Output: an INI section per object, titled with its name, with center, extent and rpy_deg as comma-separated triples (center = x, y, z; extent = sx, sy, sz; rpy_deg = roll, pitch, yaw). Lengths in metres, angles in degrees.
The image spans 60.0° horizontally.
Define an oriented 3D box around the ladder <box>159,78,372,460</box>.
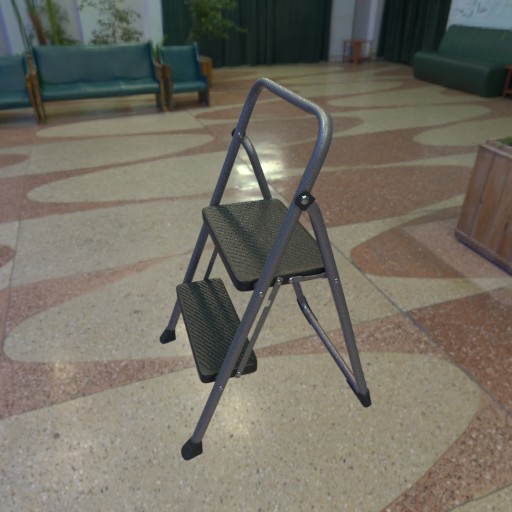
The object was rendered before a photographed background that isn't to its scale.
[ladder]
center = 0.000, 0.000, 1.019
extent = 0.472, 0.720, 0.430
rpy_deg = -9, 32, -15
